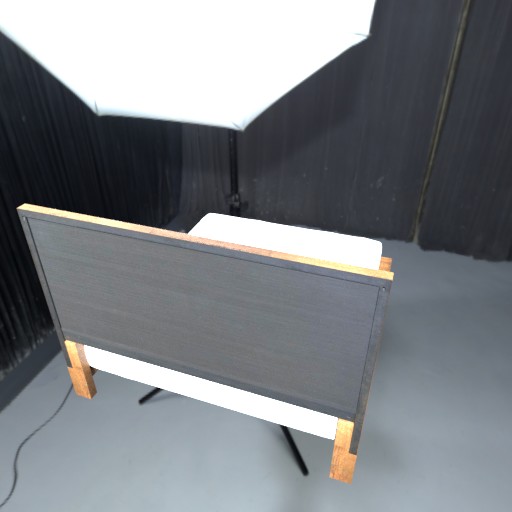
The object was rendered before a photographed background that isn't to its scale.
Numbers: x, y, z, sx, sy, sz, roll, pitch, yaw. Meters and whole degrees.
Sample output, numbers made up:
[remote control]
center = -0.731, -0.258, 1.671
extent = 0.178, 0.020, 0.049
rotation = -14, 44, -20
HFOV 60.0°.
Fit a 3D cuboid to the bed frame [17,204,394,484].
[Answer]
[bed frame]
center = 0.000, 0.000, 3.479
extent = 2.038, 1.537, 2.235
rotation = 11, 34, 17
